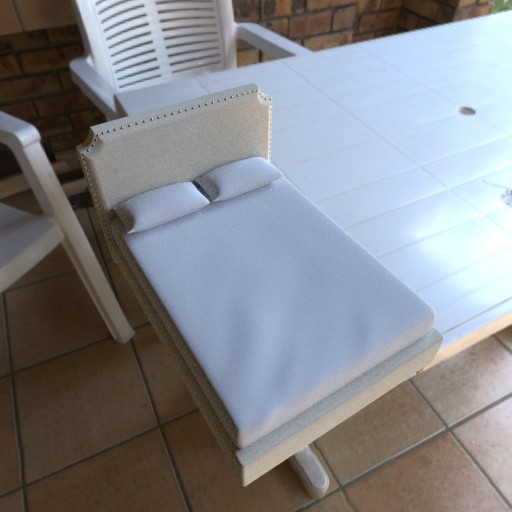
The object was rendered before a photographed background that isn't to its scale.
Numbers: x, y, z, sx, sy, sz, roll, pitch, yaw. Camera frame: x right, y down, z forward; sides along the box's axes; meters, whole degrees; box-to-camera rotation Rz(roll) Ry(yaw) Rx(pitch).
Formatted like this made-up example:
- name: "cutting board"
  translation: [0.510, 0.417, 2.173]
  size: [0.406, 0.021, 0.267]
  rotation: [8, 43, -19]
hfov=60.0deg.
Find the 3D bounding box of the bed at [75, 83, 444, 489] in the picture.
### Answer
- name: "bed"
  translation: [0.000, 0.000, 3.349]
  size: [1.713, 1.457, 2.381]
  rotation: [-24, 50, -22]
